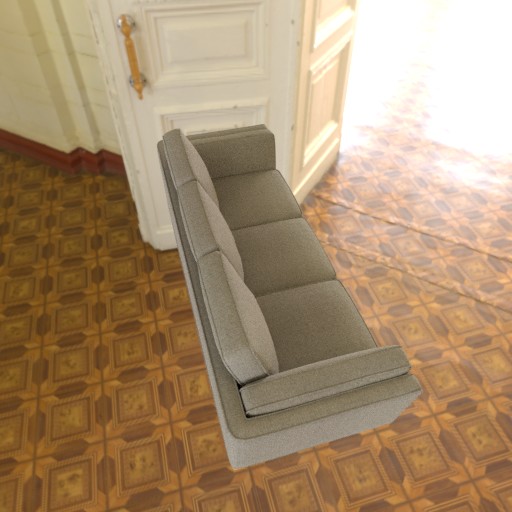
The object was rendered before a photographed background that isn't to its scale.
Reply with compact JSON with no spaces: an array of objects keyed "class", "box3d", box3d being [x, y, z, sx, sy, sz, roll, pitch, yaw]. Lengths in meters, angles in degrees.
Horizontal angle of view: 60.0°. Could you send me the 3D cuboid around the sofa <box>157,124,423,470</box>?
[{"class":"sofa","box3d":[0.000,0.000,2.789,0.903,0.899,2.362,-12,47,-11]}]
